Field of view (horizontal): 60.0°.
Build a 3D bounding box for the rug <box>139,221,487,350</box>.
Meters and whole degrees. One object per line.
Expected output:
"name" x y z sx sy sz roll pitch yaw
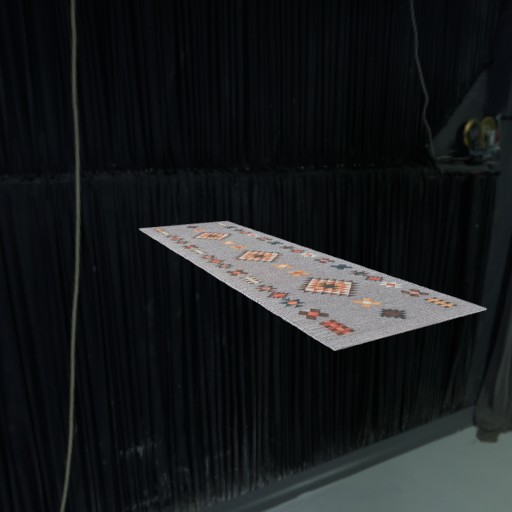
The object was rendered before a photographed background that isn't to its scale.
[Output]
"rug" 0.000 0.000 2.621 0.766 0.008 2.432 -7 16 -28
